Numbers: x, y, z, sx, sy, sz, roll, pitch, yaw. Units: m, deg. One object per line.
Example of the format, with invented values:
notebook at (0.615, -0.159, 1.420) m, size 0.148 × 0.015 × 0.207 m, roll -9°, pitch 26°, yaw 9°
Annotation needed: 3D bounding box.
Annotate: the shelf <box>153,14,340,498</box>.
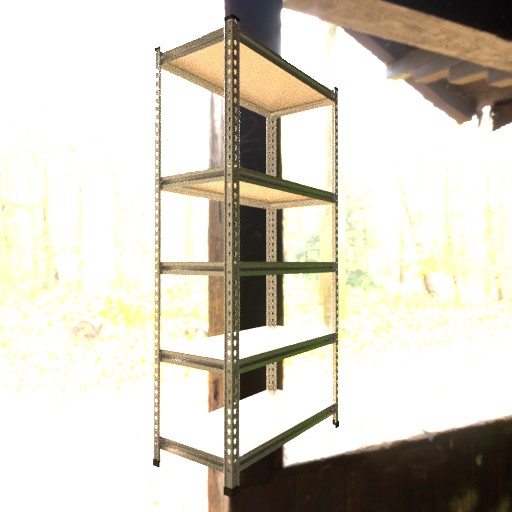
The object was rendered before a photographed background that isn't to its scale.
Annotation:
shelf at (0.000, 0.000, 2.174) m, size 0.457 × 1.829 × 0.914 m, roll -1°, pitch -1°, yaw 37°
